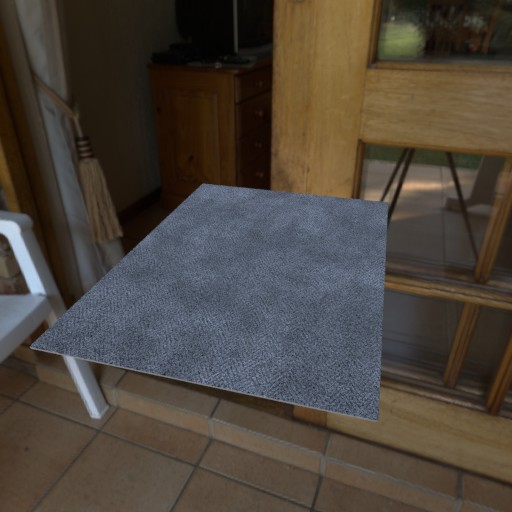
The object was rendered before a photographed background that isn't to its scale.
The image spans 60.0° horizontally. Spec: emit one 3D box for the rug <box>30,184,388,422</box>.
[{"bbox_3d":[0.000,0.000,2.836,1.600,0.008,2.235,8,31,13],"label":"rug"}]
